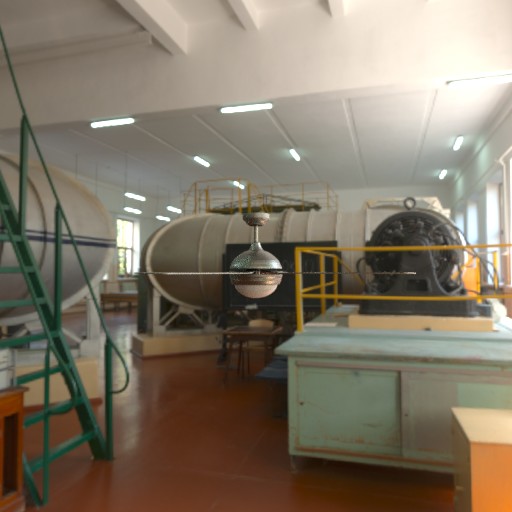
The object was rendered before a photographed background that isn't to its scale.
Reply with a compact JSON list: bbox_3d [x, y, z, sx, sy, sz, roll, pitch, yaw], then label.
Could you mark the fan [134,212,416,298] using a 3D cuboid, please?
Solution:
[{"bbox_3d":[0.000,0.000,2.020,1.321,0.381,1.321,2,-3,-39],"label":"fan"}]
